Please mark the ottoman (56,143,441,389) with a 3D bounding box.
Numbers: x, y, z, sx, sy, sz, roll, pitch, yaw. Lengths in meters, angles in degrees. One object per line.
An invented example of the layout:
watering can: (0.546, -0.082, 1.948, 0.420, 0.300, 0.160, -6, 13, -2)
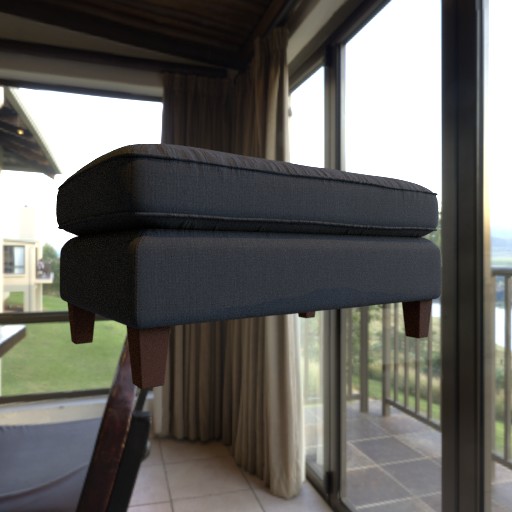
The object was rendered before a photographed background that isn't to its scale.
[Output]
ottoman: (0.000, 0.000, 1.158, 0.885, 0.438, 0.570, 0, 0, -35)
